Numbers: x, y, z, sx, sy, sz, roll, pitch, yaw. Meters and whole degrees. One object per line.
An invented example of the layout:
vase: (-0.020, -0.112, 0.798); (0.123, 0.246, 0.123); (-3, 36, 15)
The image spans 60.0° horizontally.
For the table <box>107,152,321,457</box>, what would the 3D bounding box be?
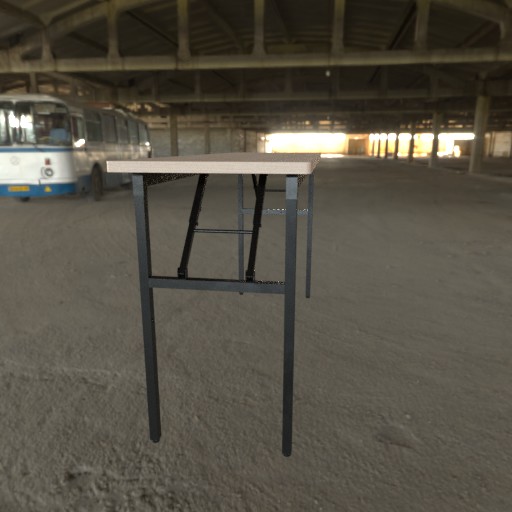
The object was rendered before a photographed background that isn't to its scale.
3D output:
table: (0.000, 0.000, 1.690); (0.447, 0.750, 1.397); (2, 14, 9)
